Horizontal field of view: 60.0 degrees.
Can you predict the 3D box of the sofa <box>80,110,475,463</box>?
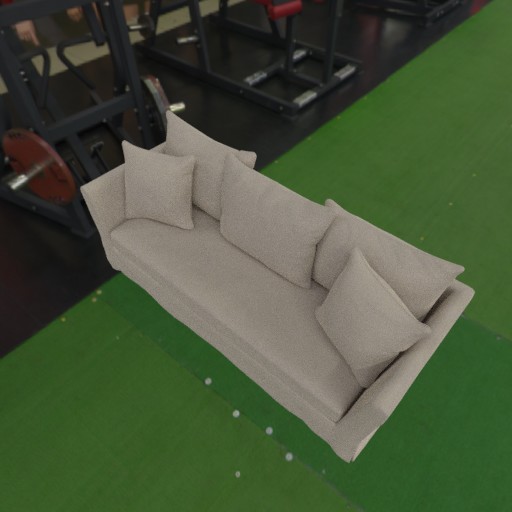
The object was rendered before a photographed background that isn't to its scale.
[{"bbox_3d":[0.000,0.000,2.991,2.499,1.047,1.046,33,55,27],"label":"sofa"}]
